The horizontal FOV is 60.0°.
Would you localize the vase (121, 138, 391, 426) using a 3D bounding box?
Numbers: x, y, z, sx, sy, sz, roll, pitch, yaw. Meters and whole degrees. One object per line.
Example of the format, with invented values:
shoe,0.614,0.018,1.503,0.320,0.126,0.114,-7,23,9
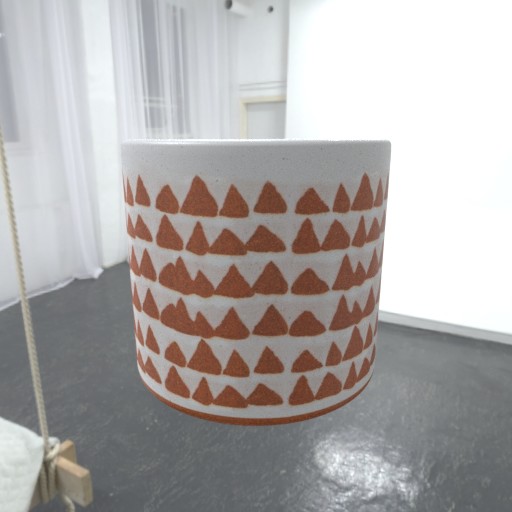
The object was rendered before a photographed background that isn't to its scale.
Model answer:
vase,0.000,0.000,0.249,0.137,0.127,0.137,0,15,0
